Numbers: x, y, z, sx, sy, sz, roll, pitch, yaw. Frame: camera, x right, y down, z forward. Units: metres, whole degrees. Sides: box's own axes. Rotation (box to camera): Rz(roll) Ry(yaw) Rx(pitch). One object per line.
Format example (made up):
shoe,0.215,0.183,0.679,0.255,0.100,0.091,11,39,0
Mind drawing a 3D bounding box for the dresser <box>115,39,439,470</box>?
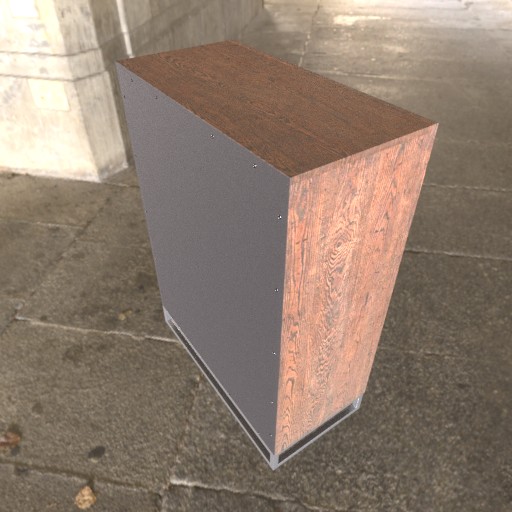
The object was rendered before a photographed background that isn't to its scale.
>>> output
dresser,0.000,0.000,1.747,0.508,1.321,0.965,-24,46,-26
